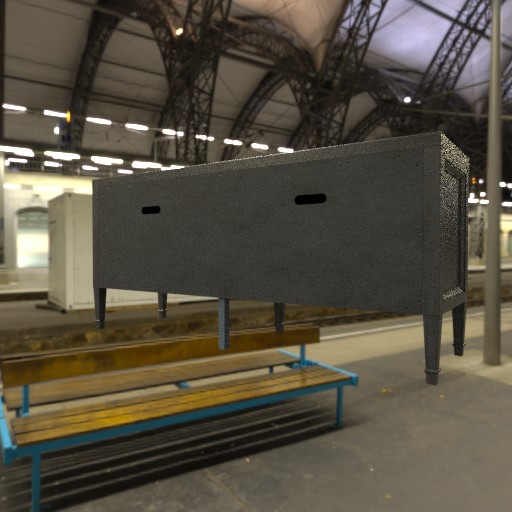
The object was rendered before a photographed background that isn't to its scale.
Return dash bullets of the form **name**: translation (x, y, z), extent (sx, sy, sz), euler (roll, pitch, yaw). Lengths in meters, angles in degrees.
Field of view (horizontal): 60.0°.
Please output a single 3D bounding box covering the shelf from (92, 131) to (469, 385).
- **shelf**: translation (0.000, 0.000, 1.881), extent (1.575, 0.719, 0.479), euler (1, 1, 34)
